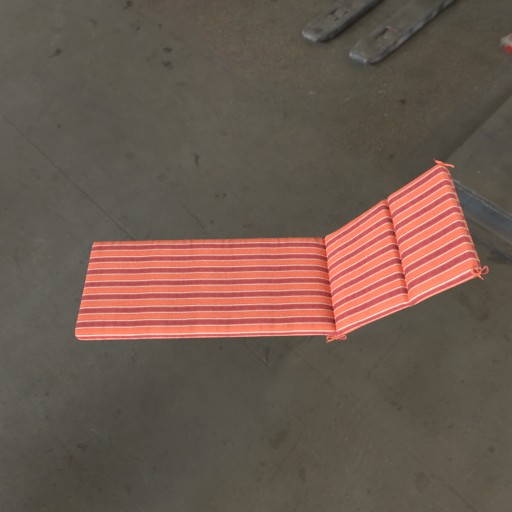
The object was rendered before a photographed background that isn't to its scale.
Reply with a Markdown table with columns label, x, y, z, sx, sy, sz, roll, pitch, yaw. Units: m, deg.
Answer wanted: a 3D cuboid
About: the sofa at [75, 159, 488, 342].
| label | x | y | z | sx | sy | sz | roll | pitch | yaw |
| --- | --- | --- | --- | --- | --- | --- | --- | --- | --- |
| sofa | 0.000 | 0.000 | 1.938 | 1.663 | 0.622 | 0.582 | -1 | 58 | -1 |
